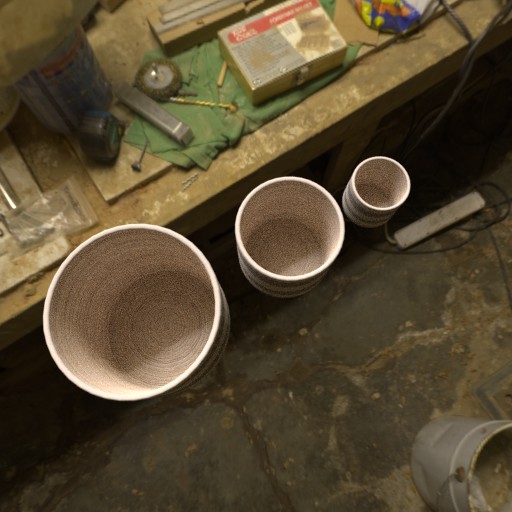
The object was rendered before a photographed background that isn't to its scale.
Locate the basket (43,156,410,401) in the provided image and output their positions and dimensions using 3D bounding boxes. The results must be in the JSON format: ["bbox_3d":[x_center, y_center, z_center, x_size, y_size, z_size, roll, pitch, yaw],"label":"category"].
[{"bbox_3d":[0.000,0.000,1.068,0.917,0.356,0.351,-31,77,-8],"label":"basket"}]
